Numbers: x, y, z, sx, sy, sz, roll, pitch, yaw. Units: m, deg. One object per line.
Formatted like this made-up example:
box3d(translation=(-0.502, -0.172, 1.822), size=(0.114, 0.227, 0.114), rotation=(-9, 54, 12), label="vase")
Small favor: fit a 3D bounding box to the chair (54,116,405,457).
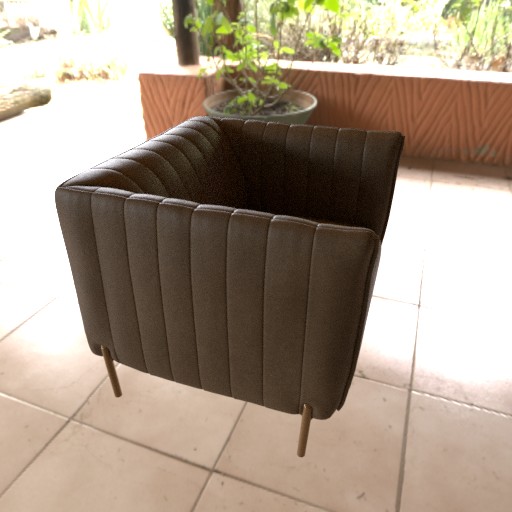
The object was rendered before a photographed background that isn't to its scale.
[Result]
box3d(translation=(0.000, 0.000, 1.616), size=(0.876, 0.779, 0.981), rotation=(10, 32, 17), label="chair")
